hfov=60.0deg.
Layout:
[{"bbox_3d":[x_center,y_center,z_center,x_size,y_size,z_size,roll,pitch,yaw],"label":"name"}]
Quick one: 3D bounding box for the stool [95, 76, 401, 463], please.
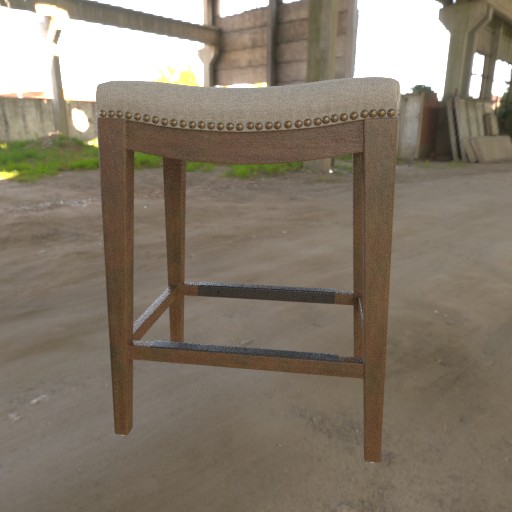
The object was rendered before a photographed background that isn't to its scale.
[{"bbox_3d":[0.000,0.000,0.908,0.508,0.660,0.356,3,17,8],"label":"stool"}]
